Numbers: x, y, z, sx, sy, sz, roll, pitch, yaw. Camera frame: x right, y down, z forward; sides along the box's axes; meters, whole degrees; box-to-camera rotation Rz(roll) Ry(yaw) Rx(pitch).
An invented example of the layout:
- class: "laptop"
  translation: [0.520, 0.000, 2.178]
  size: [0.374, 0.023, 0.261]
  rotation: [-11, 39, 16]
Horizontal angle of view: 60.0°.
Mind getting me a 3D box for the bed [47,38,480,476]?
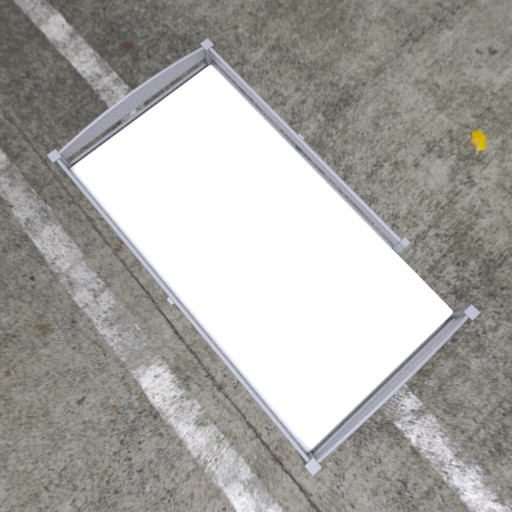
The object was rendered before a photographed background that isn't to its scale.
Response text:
- class: "bed"
  translation: [0.000, 0.000, 2.724]
  size: [1.105, 1.206, 2.013]
  rotation: [-40, 79, -9]
